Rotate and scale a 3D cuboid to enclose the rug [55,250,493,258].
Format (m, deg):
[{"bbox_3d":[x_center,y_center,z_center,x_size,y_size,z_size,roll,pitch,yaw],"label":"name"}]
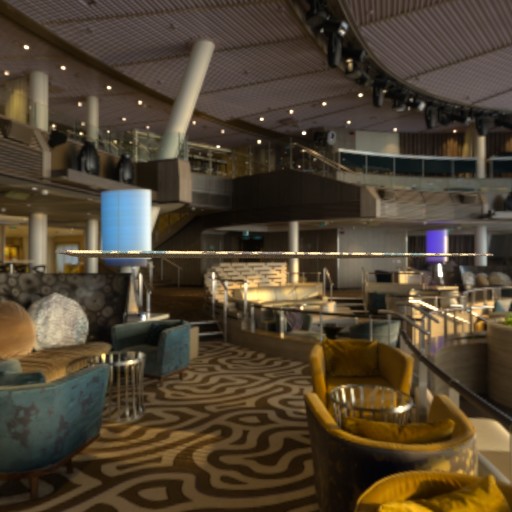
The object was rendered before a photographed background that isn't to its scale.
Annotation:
[{"bbox_3d":[0.000,0.000,2.917,2.261,0.013,1.676,0,-1,-19],"label":"rug"}]
